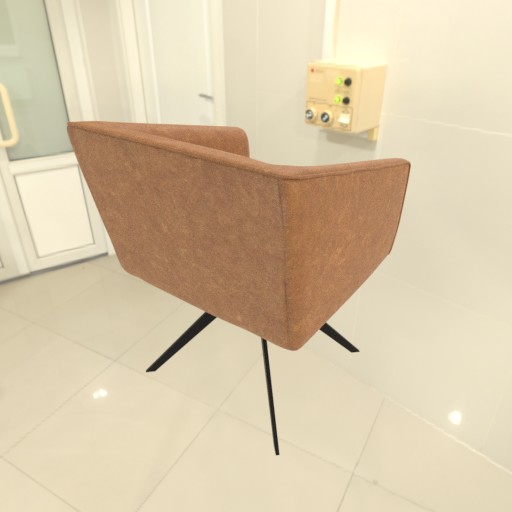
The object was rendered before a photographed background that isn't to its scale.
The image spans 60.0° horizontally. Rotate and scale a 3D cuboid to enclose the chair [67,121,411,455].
[{"bbox_3d":[0.000,0.000,1.207,0.588,0.760,0.625,20,36,31],"label":"chair"}]
